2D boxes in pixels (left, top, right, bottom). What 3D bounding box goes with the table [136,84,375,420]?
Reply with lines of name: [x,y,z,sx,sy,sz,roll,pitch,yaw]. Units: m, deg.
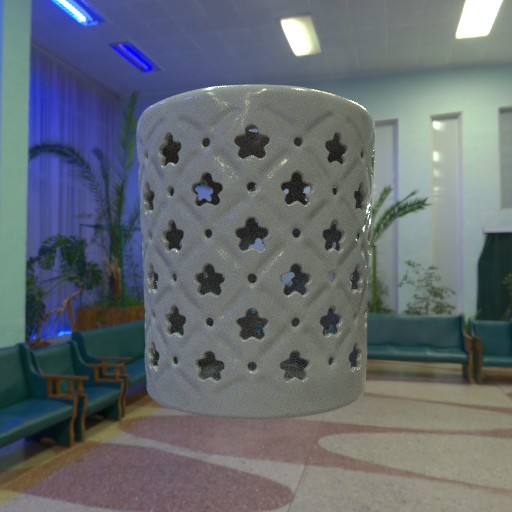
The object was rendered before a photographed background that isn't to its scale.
table: [0.000,0.000,0.666,0.352,0.387,0.352,0,-2,0]
